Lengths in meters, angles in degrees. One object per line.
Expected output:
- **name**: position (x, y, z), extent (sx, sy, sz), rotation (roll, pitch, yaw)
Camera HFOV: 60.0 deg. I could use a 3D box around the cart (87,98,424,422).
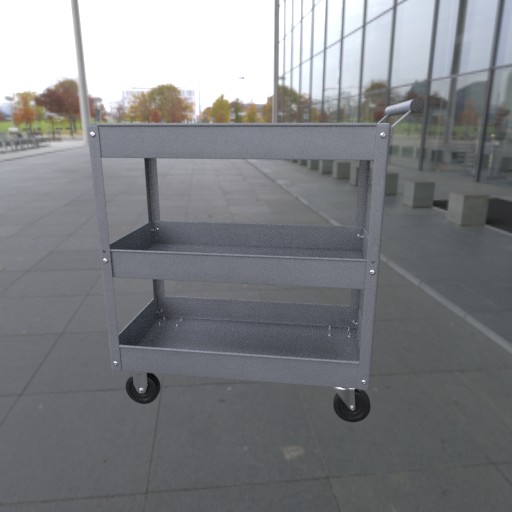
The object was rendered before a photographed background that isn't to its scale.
- **cart**: position (0.000, 0.000, 1.198), extent (0.719, 0.780, 0.366), rotation (2, 16, 8)
